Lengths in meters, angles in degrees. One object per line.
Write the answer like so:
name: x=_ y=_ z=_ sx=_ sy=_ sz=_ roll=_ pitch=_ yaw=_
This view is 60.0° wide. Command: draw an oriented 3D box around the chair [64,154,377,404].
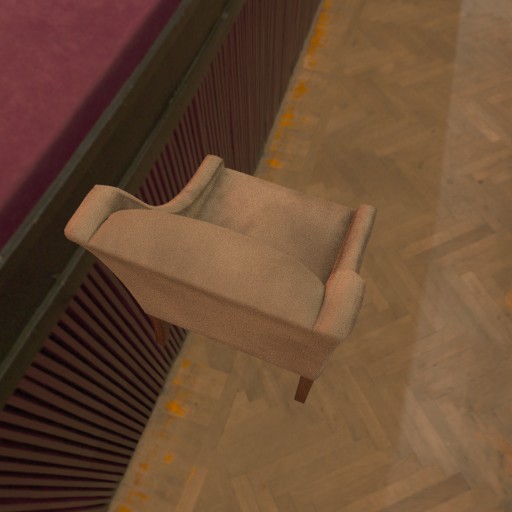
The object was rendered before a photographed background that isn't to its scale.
chair: x=0.000 y=0.000 z=1.368 sx=0.629 sy=0.895 sz=0.629 roll=20 pitch=64 yaw=10
